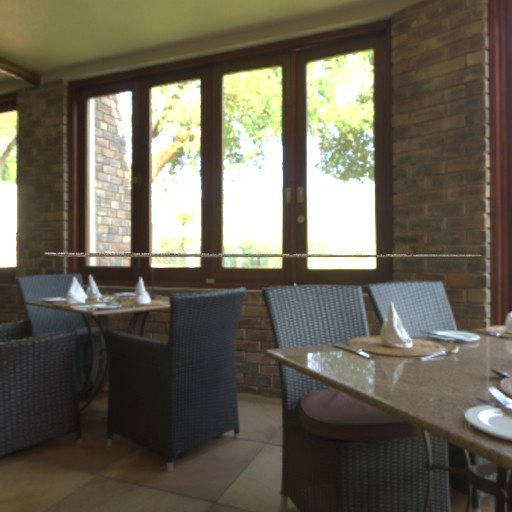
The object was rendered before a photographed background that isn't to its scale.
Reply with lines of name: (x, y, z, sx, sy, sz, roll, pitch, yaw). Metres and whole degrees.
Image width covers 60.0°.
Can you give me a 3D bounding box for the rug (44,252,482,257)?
rug: (0.000, 0.000, 2.459, 2.006, 0.008, 1.196, 0, -1, -19)
